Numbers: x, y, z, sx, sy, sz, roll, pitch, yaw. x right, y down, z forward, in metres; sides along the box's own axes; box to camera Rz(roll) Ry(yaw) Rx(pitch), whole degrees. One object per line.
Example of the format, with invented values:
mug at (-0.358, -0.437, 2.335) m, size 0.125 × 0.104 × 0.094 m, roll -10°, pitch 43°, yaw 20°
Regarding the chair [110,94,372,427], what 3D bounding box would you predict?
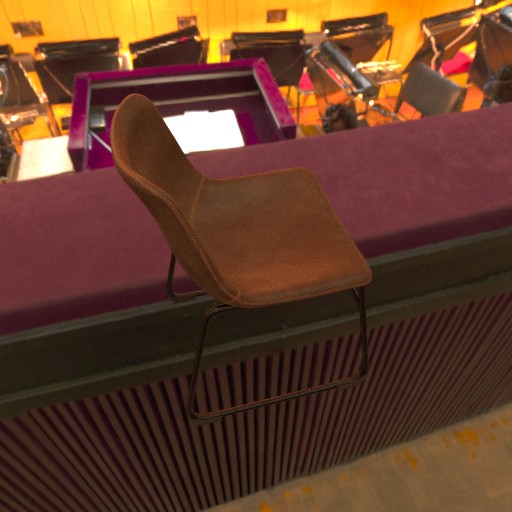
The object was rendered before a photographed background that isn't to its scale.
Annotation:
chair at (0.000, 0.000, 1.133) m, size 0.551 × 0.780 × 0.460 m, roll -11°, pitch 48°, yaw -10°
